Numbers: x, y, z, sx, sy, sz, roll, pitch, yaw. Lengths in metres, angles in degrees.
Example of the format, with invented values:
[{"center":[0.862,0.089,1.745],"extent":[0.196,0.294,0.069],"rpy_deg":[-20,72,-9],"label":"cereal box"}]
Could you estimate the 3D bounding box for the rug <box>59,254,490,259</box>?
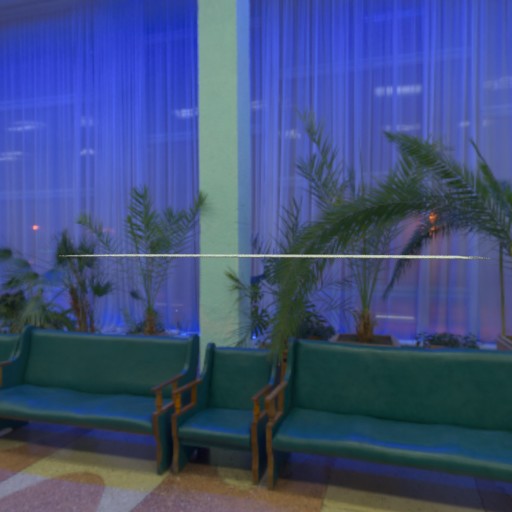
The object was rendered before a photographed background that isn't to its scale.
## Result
[{"center":[0.000,0.000,2.597],"extent":[2.372,0.008,0.620],"rpy_deg":[0,1,19],"label":"rug"}]
